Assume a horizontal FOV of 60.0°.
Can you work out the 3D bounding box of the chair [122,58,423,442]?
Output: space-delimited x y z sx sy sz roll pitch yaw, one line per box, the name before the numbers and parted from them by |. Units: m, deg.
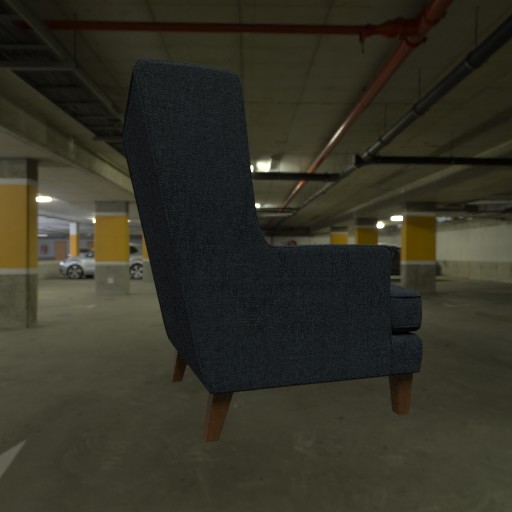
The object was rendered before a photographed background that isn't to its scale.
chair | 0.000 0.000 1.683 0.947 1.072 0.764 0 0 -19
